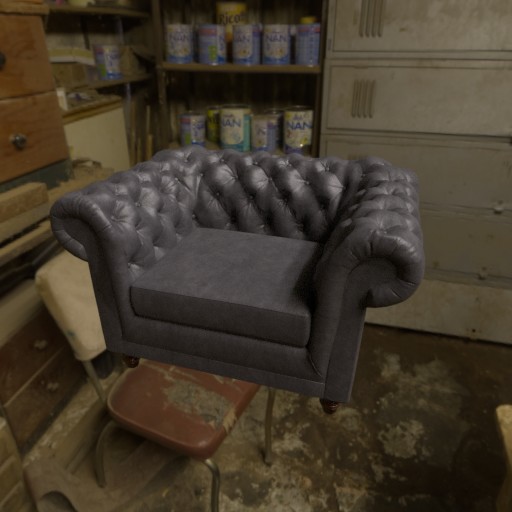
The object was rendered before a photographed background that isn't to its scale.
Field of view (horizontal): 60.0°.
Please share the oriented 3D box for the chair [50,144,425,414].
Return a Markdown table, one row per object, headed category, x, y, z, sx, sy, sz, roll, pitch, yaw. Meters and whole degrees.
| category | x | y | z | sx | sy | sz | roll | pitch | yaw |
| --- | --- | --- | --- | --- | --- | --- | --- | --- | --- |
| chair | 0.000 | 0.000 | 1.930 | 1.298 | 0.780 | 0.943 | 8 | 27 | 16 |
